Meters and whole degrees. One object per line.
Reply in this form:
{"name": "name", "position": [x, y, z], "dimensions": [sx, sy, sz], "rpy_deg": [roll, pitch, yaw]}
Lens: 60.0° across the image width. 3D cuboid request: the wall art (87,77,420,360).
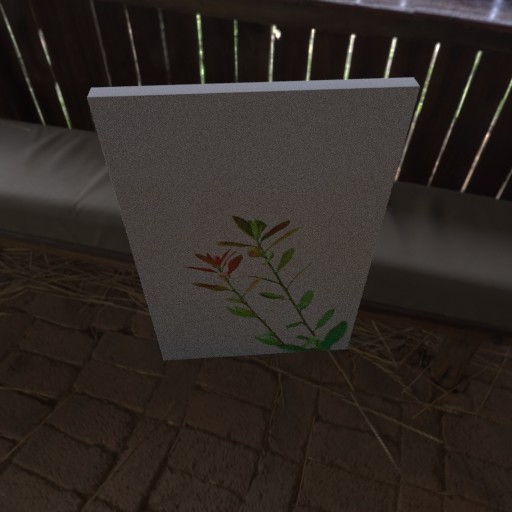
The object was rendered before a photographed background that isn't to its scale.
{"name": "wall art", "position": [0.000, 0.000, 1.158], "dimensions": [0.612, 0.915, 0.039], "rpy_deg": [-3, 47, -3]}
